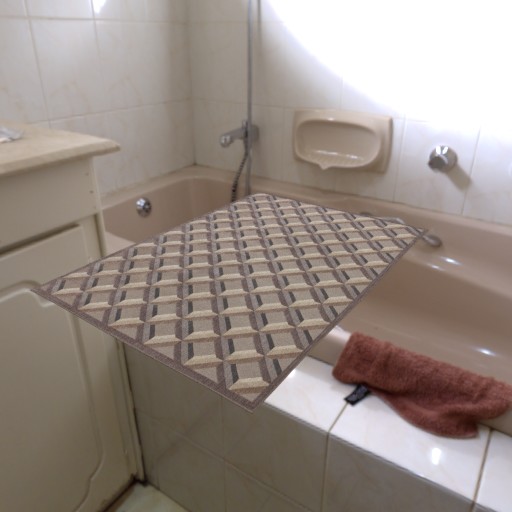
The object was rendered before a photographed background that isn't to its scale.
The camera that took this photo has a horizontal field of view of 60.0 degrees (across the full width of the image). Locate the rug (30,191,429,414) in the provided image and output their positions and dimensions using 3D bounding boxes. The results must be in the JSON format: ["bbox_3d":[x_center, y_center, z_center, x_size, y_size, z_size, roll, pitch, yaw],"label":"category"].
[{"bbox_3d":[0.000,0.000,2.956,1.600,0.013,2.260,18,31,32],"label":"rug"}]
